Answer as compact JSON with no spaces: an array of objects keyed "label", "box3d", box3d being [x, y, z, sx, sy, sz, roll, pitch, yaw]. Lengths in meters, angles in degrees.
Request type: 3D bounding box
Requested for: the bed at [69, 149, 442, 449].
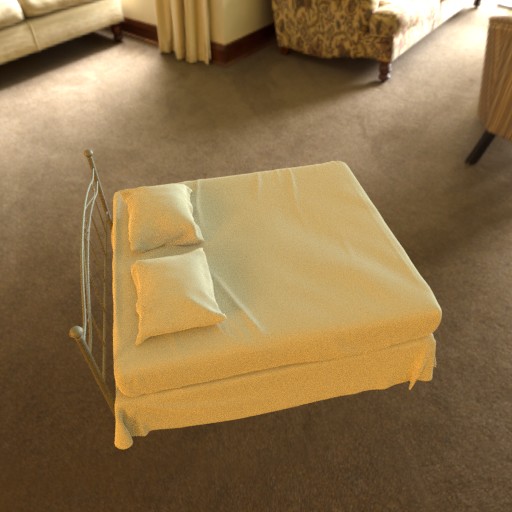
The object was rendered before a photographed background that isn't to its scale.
[{"label":"bed","box3d":[0.000,0.000,3.169,2.215,1.080,1.936,-9,46,-9]}]
